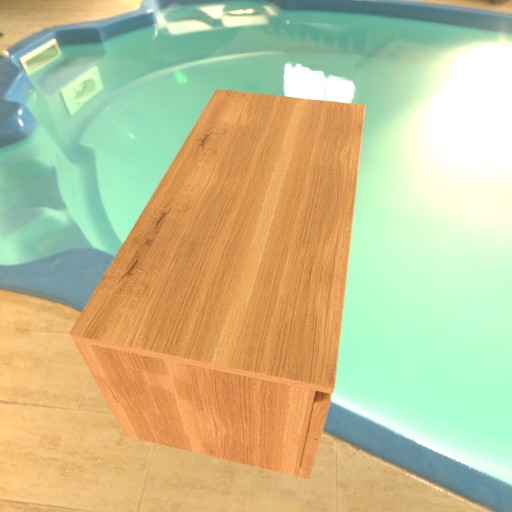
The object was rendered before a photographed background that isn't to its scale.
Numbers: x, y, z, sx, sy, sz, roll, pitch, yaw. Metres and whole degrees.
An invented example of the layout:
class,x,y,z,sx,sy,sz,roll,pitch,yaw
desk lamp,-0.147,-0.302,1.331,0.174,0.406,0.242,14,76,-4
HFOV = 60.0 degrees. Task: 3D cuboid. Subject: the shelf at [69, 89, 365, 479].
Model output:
class,x,y,z,sx,sy,sz,roll,pitch,yaw
shelf,0.000,0.000,1.049,0.400,0.400,0.800,9,48,9
